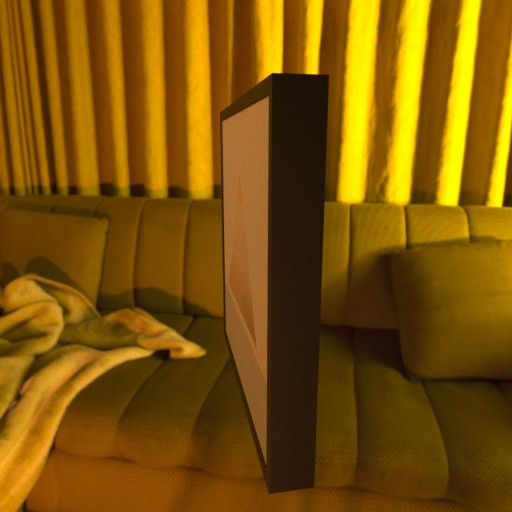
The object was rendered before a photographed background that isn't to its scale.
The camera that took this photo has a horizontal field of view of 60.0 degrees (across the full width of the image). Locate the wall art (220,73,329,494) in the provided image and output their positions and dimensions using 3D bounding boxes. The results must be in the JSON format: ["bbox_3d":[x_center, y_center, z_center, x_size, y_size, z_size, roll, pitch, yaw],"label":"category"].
[{"bbox_3d":[0.000,0.000,0.453,0.037,0.303,0.304,-2,14,-10],"label":"wall art"}]
